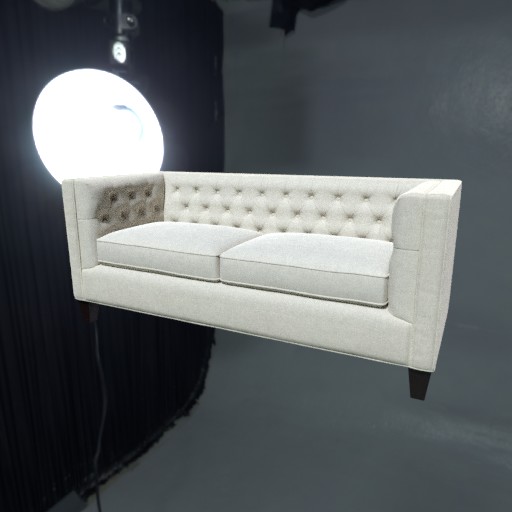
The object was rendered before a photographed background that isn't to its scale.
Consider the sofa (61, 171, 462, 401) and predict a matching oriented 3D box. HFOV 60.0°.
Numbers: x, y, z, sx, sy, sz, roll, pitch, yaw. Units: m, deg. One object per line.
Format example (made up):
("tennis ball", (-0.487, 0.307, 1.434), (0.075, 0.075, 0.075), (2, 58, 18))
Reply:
("sofa", (0.000, 0.000, 2.215), (1.778, 0.762, 0.775), (7, 15, 26))
